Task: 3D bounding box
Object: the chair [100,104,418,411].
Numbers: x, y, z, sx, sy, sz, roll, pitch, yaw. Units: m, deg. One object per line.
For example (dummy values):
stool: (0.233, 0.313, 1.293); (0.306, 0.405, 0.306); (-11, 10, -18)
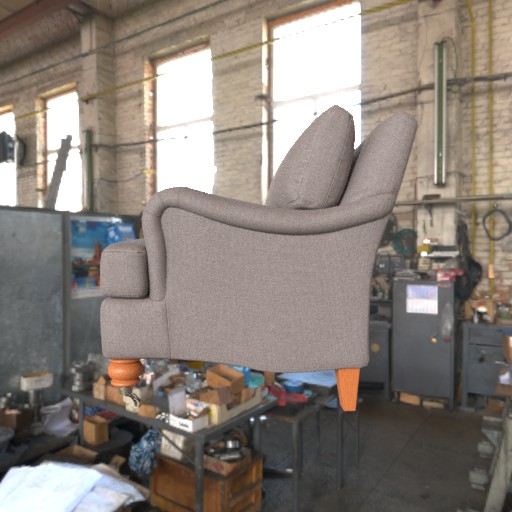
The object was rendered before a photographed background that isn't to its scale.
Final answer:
chair: (0.000, 0.000, 1.884); (1.070, 1.038, 0.955); (0, 1, 0)
